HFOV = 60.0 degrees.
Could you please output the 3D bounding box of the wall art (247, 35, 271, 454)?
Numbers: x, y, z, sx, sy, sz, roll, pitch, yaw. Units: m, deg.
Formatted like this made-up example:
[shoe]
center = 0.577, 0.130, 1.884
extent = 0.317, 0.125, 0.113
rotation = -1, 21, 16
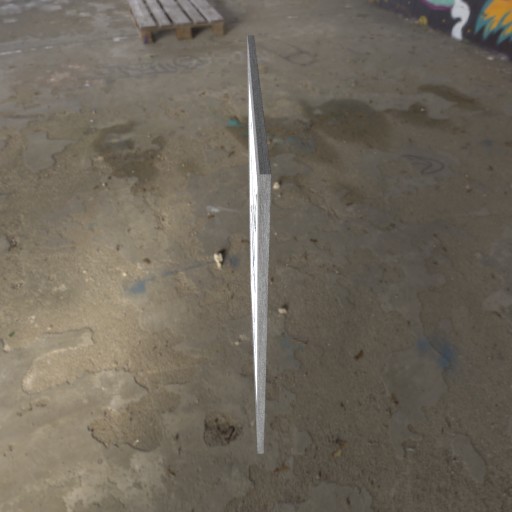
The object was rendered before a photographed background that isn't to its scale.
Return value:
[wall art]
center = 0.000, 0.000, 1.390
extent = 0.020, 1.070, 0.768
rotation = -2, 42, -2
